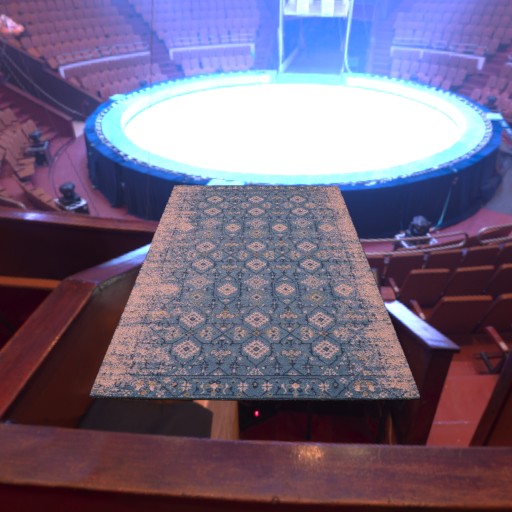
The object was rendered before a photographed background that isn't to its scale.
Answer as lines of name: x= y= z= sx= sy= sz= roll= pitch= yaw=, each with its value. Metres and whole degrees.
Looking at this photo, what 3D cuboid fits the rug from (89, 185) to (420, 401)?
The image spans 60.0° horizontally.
rug: x=0.000 y=0.000 z=2.216 sx=1.102 sy=0.008 sz=1.795 roll=0 pitch=32 yaw=0
